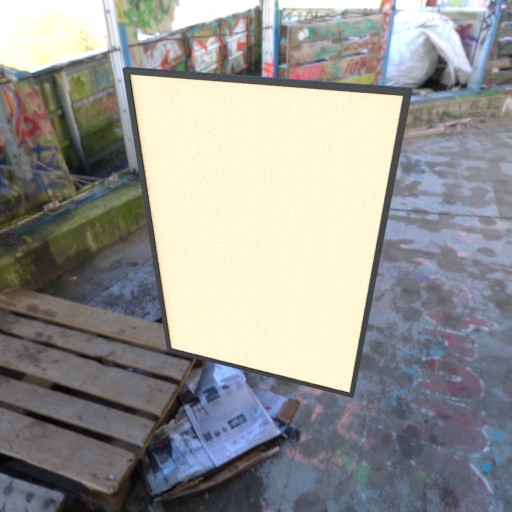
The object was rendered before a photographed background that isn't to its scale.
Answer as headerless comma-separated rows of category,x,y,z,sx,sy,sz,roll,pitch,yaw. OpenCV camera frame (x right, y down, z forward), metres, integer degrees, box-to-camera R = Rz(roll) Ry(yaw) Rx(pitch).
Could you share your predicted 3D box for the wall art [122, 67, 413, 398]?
wall art,0.000,0.000,0.863,0.460,0.660,0.013,10,35,15
